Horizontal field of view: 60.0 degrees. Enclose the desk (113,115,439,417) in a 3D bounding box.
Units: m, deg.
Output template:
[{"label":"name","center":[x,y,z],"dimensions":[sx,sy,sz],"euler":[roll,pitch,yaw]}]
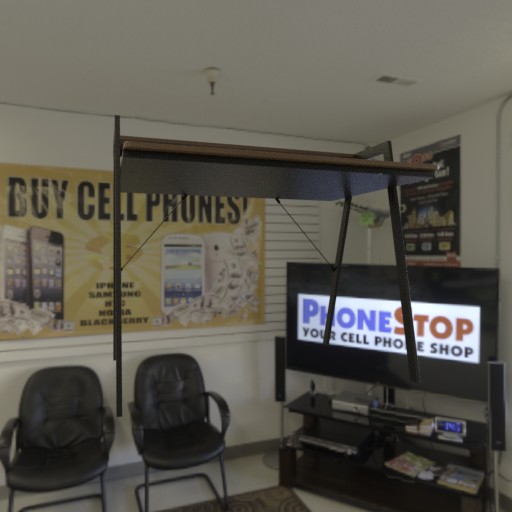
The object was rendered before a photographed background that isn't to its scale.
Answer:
[{"label":"desk","center":[0.000,0.000,1.879],"dimensions":[1.143,0.998,0.936],"euler":[0,0,-19]}]
